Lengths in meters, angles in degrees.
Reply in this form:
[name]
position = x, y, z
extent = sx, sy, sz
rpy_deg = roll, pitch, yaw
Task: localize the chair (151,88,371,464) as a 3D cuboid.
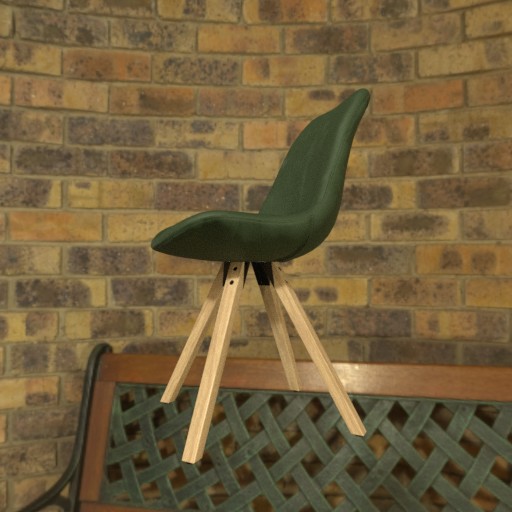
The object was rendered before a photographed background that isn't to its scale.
[chair]
position = 0.000, 0.000, 1.187
extent = 0.547, 0.865, 0.483
rpy_deg = 0, 0, -18
